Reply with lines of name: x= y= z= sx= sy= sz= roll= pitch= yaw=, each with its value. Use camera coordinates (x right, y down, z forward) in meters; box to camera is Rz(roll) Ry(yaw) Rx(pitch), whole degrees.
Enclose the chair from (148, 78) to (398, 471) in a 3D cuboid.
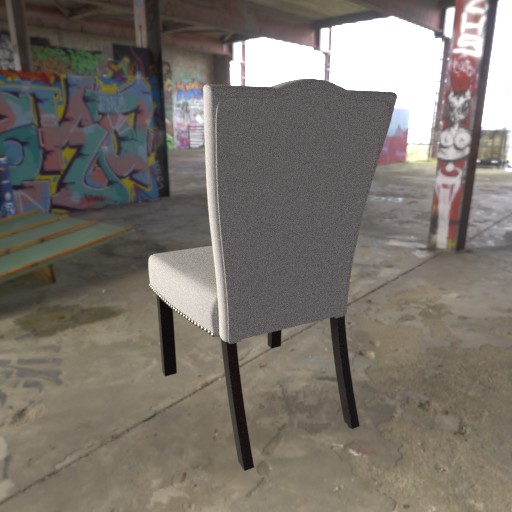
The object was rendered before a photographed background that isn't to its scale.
chair: x=0.000 y=0.000 z=1.317 sx=0.518 sy=0.946 sz=0.589 roll=-9 pitch=19 yaw=-26
